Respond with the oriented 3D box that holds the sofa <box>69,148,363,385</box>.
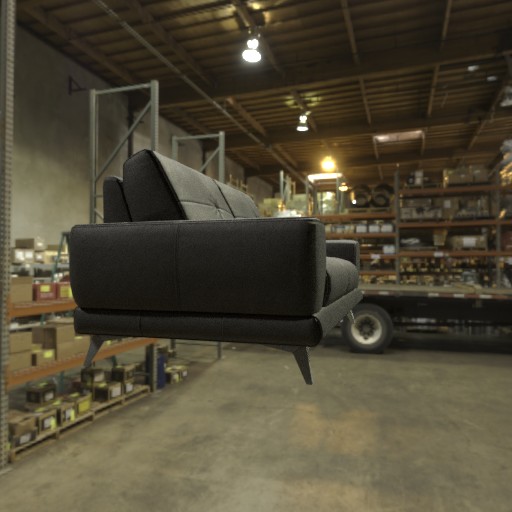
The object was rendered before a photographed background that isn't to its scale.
[{"bbox_3d":[0.000,0.000,2.423,1.018,0.907,1.806,0,-1,18],"label":"sofa"}]
